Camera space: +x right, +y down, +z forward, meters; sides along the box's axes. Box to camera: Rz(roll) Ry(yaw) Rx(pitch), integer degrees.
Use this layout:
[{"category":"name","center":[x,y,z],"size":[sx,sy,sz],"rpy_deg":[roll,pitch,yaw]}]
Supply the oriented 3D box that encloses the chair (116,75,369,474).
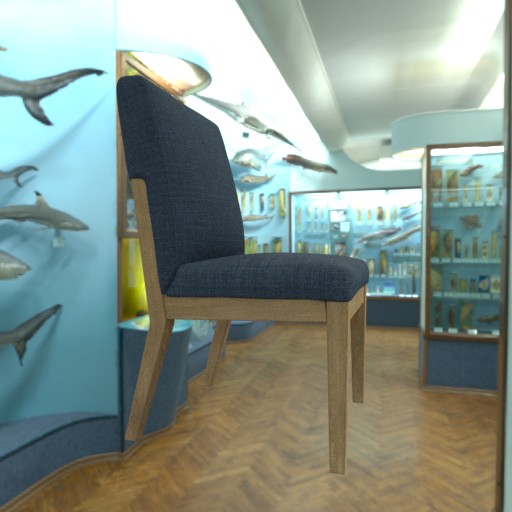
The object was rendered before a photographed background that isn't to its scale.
[{"category":"chair","center":[0.000,0.000,1.237],"size":[0.586,0.911,0.507],"rpy_deg":[0,1,18]}]
